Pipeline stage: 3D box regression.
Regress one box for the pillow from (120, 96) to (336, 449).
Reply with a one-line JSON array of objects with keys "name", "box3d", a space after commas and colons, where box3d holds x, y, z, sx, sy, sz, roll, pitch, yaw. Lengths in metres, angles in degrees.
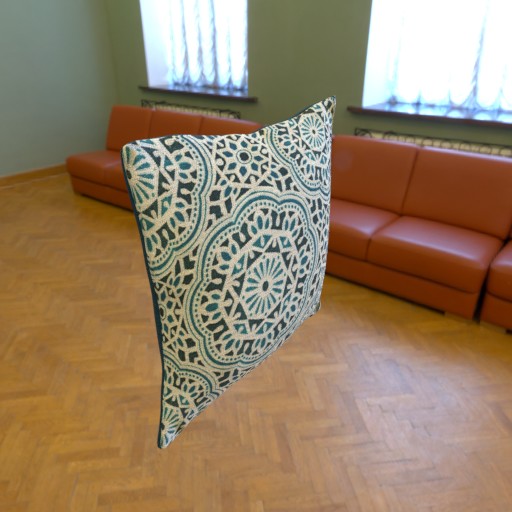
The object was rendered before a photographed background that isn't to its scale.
[{"name": "pillow", "box3d": [0.000, 0.000, 0.670, 0.145, 0.420, 0.440, 18, 32, 32]}]
